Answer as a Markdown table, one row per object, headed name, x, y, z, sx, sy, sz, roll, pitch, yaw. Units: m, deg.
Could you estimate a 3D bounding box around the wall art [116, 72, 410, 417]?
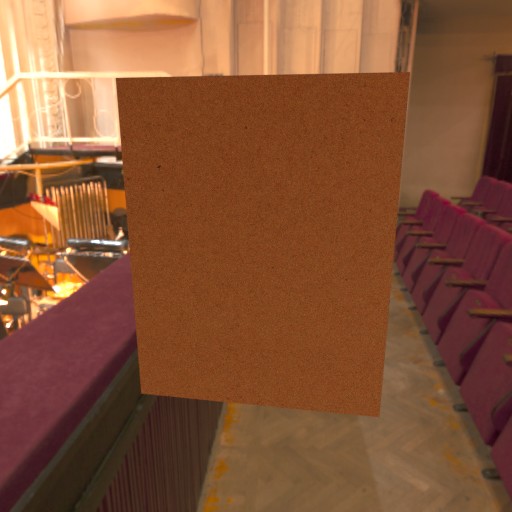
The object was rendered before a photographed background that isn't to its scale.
| name | x | y | z | sx | sy | sz | roll | pitch | yaw |
| --- | --- | --- | --- | --- | --- | --- | --- | --- | --- |
| wall art | 0.000 | 0.000 | 0.809 | 0.481 | 0.613 | 0.020 | 3 | 16 | 9 |
